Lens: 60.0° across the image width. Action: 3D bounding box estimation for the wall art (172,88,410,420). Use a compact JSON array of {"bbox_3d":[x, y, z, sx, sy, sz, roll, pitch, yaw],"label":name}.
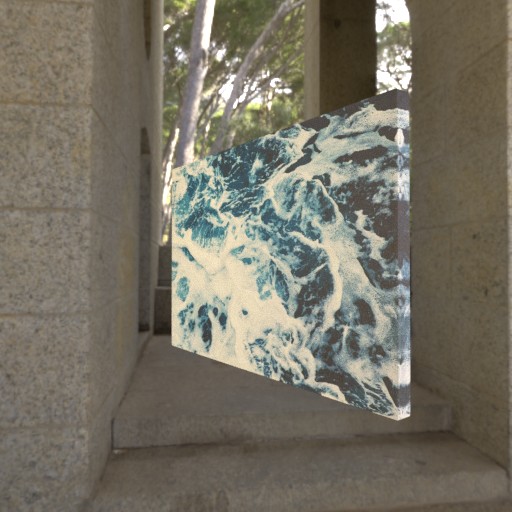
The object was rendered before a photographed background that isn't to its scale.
[{"bbox_3d":[0.000,0.000,1.186,0.042,0.610,0.915,1,-1,-37],"label":"wall art"}]
